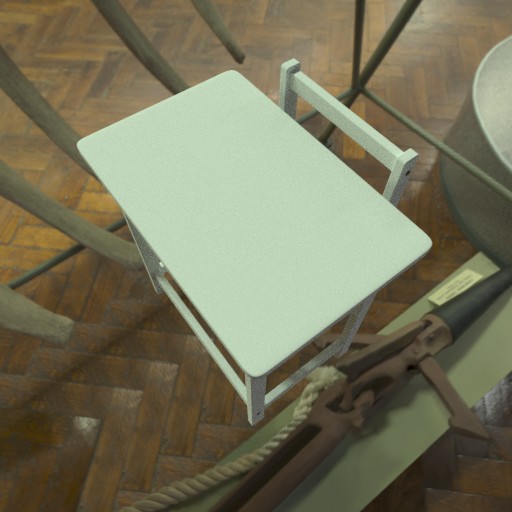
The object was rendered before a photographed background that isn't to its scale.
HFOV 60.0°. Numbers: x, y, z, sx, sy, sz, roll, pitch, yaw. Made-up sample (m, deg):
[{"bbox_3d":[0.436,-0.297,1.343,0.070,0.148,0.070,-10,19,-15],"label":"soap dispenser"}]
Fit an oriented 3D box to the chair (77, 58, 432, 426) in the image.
[{"bbox_3d":[0.000,0.000,1.060,0.461,0.673,0.599,-33,64,-18],"label":"chair"}]
